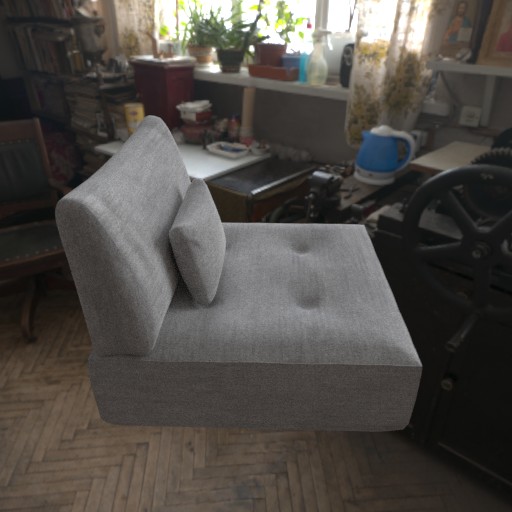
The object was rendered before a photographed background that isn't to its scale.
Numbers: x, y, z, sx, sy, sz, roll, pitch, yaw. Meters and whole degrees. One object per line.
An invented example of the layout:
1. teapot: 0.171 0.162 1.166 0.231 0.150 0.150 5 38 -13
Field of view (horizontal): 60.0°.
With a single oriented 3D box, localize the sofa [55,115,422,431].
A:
1. sofa: 0.000 0.000 1.647 1.000 0.820 0.930 1 30 1
